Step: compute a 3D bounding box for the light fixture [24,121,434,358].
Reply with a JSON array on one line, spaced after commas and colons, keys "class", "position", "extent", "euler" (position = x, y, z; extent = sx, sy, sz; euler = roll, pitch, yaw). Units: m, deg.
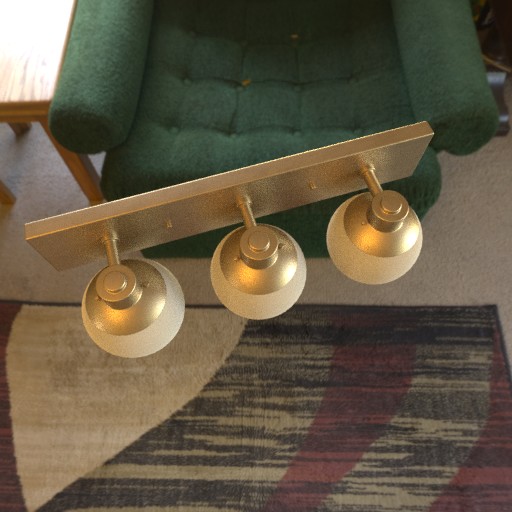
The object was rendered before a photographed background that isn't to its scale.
[{"class": "light fixture", "position": [0.000, 0.000, 0.837], "extent": [0.721, 0.263, 0.218], "euler": [-16, 66, -7]}]
